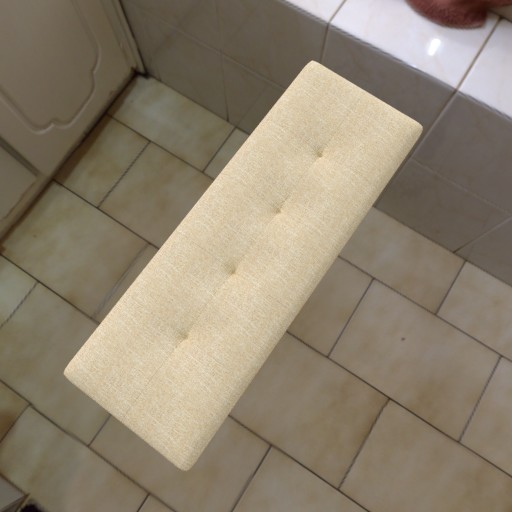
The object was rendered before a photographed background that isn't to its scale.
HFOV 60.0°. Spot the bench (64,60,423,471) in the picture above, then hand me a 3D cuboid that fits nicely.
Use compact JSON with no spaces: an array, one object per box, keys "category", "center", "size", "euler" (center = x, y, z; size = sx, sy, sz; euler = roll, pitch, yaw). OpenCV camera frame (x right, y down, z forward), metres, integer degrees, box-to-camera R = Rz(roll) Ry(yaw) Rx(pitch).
[{"category":"bench","center":[0.000,0.000,1.448],"size":[0.432,0.406,1.219],"euler":[35,78,8]}]
